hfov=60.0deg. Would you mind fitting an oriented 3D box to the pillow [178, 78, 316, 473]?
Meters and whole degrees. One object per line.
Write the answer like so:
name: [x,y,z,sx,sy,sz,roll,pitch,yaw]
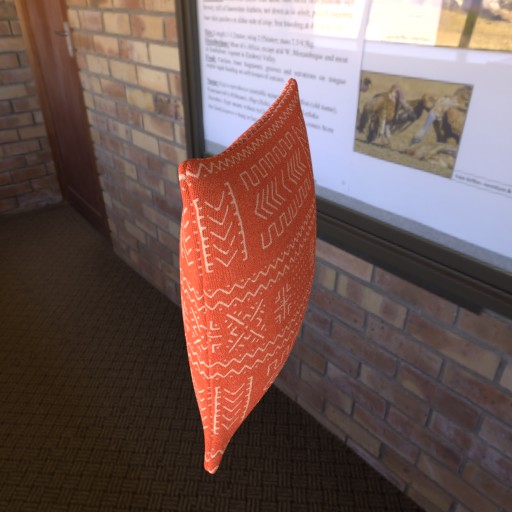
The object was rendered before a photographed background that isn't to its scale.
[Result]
pillow: [0.000,0.000,0.653,0.164,0.429,0.438,9,32,14]
